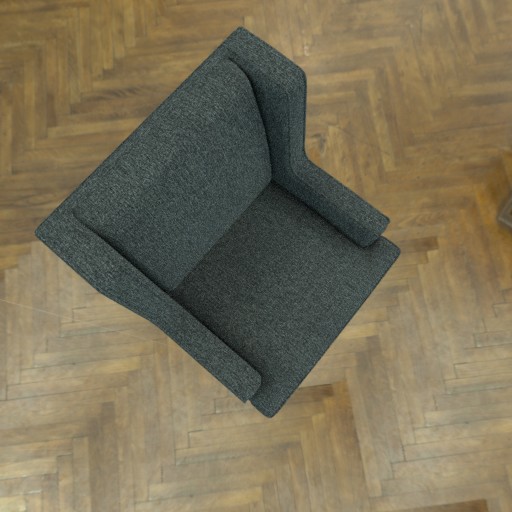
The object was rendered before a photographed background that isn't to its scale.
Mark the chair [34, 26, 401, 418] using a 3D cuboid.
[{"bbox_3d":[0.000,0.000,1.805,0.927,1.082,0.942,39,79,9],"label":"chair"}]
